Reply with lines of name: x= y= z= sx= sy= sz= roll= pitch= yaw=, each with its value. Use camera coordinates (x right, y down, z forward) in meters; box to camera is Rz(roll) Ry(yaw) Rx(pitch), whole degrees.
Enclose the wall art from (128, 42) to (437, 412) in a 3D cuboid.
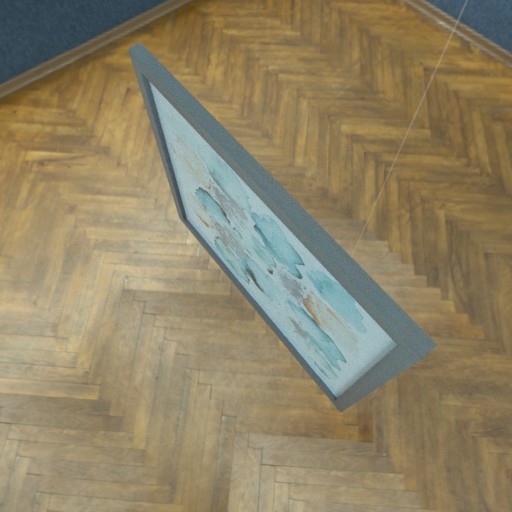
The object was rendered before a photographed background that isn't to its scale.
wall art: x=0.000 y=0.000 z=0.884 sx=0.026 sy=0.558 sz=0.660 roll=-36 pitch=69 yaw=-16
